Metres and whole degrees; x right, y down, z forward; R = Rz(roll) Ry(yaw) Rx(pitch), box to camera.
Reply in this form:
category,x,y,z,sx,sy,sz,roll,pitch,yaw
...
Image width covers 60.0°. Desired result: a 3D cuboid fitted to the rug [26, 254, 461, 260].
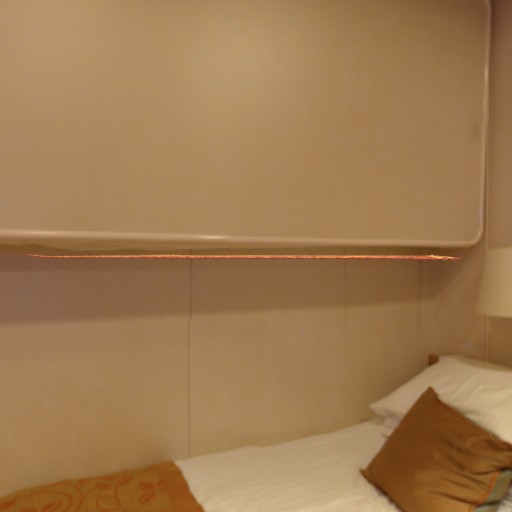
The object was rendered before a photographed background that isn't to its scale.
category,x,y,z,sx,sy,sz,roll,pitch,yaw
rug,0.000,0.000,2.905,2.286,0.026,1.521,0,0,18
